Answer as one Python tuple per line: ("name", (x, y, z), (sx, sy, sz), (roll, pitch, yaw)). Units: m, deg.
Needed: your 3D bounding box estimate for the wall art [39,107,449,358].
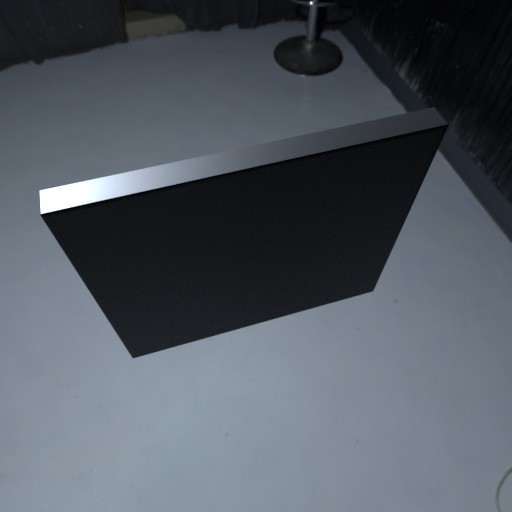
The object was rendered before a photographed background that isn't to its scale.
("wall art", (0.000, 0.000, 0.540), (0.380, 0.330, 0.028), (-14, 58, -9))
